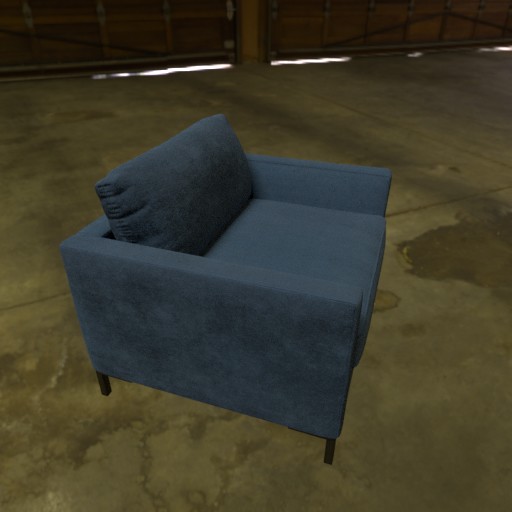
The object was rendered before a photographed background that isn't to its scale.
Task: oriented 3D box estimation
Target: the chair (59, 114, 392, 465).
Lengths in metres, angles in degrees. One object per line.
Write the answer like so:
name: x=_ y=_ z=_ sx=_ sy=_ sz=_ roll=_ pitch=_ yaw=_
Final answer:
chair: x=0.000 y=0.000 z=1.611 sx=0.875 sy=0.812 sz=0.964 roll=10 pitch=33 yaw=16
